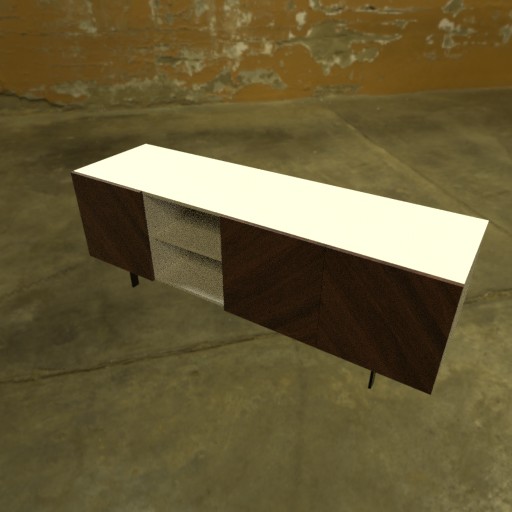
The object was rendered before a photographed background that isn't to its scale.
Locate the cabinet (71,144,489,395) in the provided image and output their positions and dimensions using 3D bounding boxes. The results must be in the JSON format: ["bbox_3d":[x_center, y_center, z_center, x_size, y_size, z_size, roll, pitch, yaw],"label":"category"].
[{"bbox_3d":[0.000,0.000,1.748,1.499,0.533,0.431,18,36,27],"label":"cabinet"}]
